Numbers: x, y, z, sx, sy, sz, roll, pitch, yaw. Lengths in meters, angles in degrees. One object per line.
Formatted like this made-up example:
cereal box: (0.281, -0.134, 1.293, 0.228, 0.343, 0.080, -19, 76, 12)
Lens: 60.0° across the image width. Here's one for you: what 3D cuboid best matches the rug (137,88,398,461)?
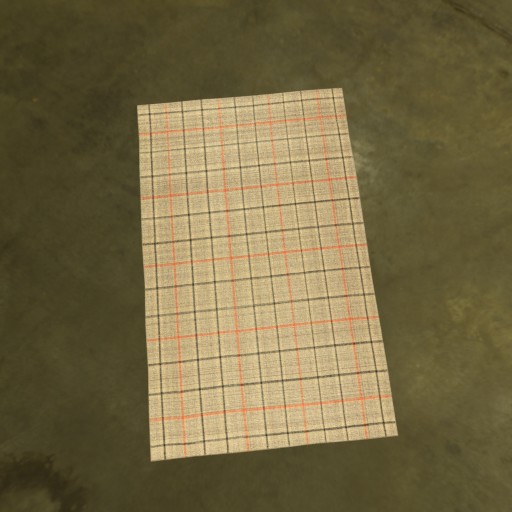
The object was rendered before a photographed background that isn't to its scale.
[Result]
rug: (0.000, 0.000, 2.999, 1.524, 0.015, 2.439, -5, 77, -1)
